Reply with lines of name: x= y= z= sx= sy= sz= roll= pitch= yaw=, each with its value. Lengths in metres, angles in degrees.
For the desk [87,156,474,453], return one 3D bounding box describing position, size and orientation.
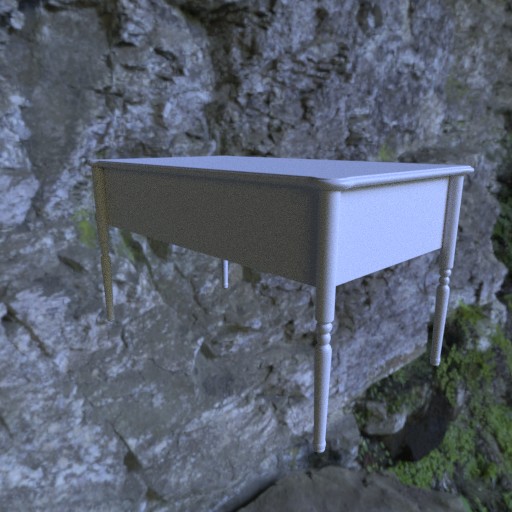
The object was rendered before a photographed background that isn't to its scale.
desk: x=0.000 y=0.000 z=1.839 sx=0.807 sy=0.762 sz=1.380 roll=-14 pitch=20 yaw=-42
